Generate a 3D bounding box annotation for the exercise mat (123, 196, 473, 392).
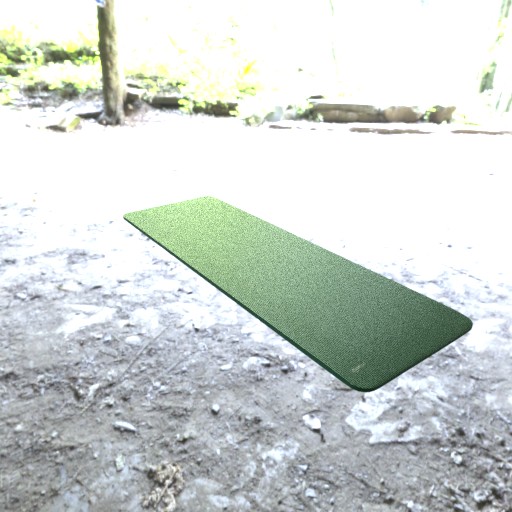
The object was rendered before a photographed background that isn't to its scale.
[{"bbox_3d":[0.000,0.000,2.110,0.616,0.021,1.869,-18,31,-33],"label":"exercise mat"}]
